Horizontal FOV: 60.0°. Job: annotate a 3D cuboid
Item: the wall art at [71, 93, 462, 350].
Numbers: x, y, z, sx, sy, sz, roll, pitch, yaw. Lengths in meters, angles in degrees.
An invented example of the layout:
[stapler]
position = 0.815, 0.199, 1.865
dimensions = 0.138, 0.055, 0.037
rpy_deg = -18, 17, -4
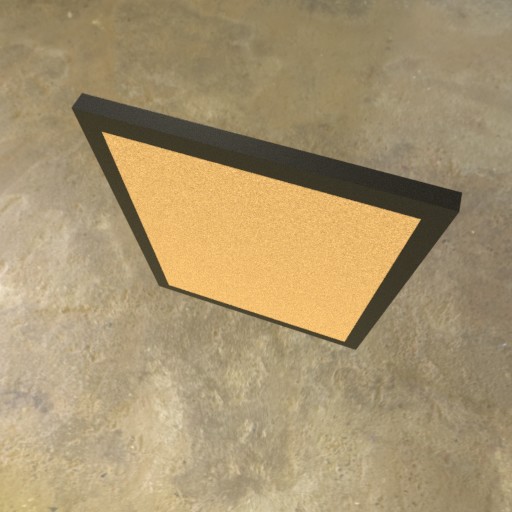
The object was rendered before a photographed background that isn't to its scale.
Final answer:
[wall art]
position = 0.000, 0.000, 0.700
dimensions = 0.432, 0.508, 0.025
rpy_deg = 17, 64, 8
